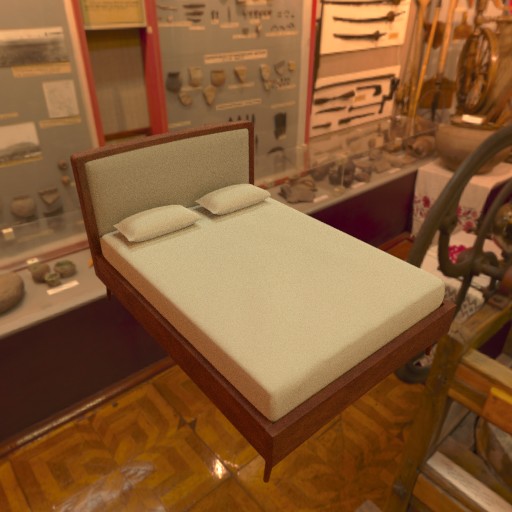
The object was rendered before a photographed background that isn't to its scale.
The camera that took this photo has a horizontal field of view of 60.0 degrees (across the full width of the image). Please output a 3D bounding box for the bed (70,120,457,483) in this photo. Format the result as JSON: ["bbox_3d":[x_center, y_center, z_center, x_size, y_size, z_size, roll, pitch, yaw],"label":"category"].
[{"bbox_3d":[0.000,0.000,3.110,1.587,1.275,2.196,-23,37,-33],"label":"bed"}]
